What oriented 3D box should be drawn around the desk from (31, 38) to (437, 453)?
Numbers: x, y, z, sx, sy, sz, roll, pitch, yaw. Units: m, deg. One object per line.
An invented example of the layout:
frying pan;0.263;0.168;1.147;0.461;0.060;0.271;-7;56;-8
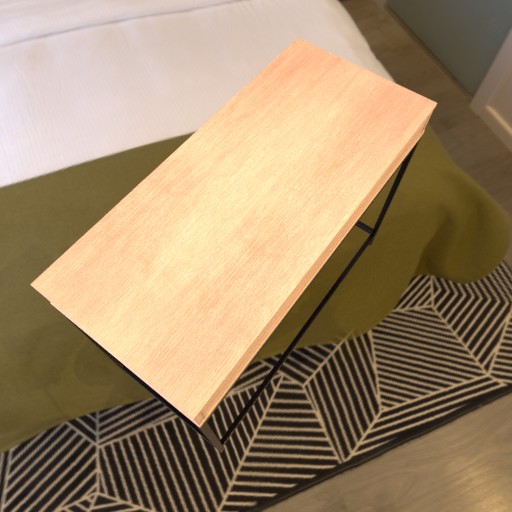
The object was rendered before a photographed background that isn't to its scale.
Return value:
desk;0.000;0.000;1.412;0.470;0.762;1.016;33;67;16
